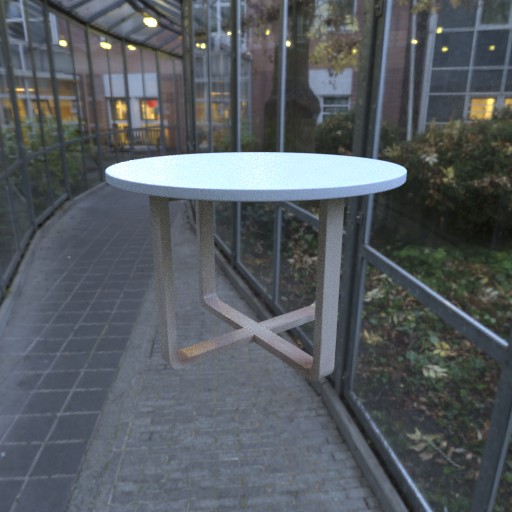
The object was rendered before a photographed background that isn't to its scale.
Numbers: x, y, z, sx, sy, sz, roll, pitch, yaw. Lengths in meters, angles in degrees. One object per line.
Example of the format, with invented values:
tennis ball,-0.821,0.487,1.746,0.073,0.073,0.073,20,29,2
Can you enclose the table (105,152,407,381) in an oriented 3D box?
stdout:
table,0.000,0.000,0.988,0.600,0.400,0.600,0,18,0
